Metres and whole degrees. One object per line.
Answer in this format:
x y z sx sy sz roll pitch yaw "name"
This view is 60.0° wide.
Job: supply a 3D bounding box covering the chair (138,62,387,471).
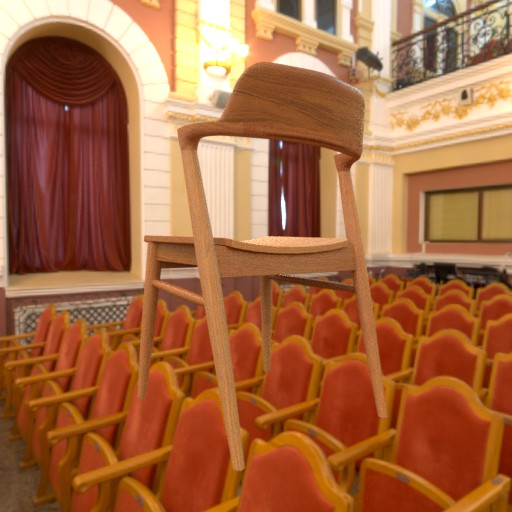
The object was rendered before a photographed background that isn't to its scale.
0.000 0.000 1.149 0.512 0.792 0.499 -1 2 -36 "chair"
